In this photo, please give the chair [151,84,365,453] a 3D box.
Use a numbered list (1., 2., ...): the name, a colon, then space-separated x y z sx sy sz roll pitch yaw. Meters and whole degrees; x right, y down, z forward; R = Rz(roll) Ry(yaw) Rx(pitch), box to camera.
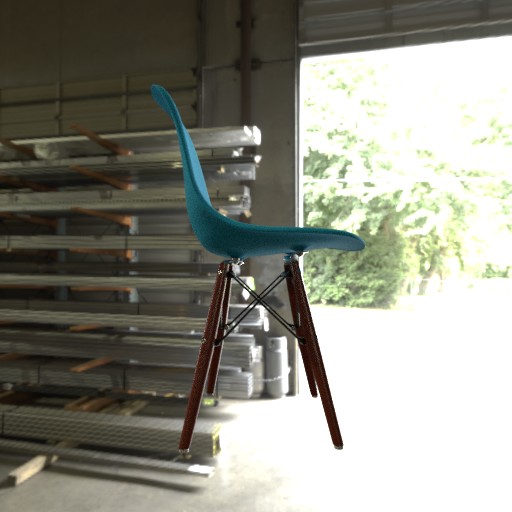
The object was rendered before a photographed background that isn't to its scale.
1. chair: 0.000 0.000 1.138 0.533 0.826 0.470 0 -2 0
